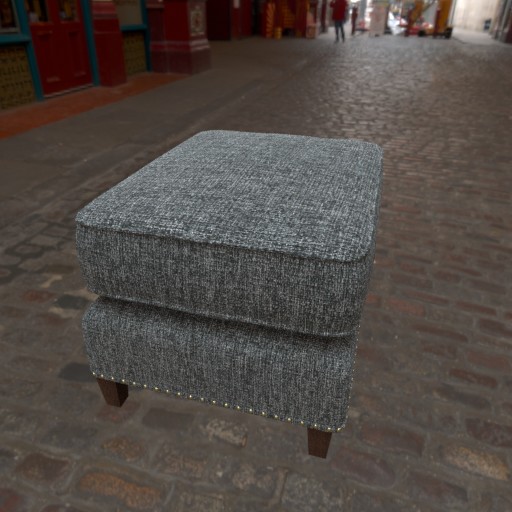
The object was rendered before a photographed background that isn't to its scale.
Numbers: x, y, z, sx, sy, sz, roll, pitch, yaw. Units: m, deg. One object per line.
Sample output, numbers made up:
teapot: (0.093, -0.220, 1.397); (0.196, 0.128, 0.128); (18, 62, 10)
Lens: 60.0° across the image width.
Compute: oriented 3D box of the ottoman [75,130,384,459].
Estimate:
ottoman: (0.000, 0.000, 1.159); (0.589, 0.537, 0.738); (8, 31, 14)
